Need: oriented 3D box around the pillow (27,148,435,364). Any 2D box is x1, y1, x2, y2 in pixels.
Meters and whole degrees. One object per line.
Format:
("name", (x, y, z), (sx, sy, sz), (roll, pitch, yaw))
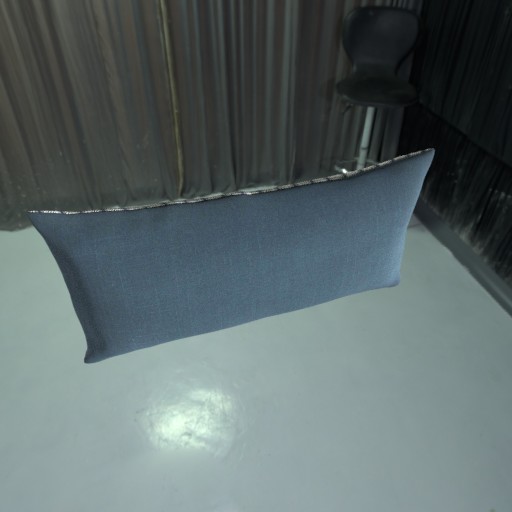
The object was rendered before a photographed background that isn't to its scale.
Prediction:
("pillow", (0.000, 0.000, 0.726), (0.609, 0.305, 0.151), (-12, 42, -14))
